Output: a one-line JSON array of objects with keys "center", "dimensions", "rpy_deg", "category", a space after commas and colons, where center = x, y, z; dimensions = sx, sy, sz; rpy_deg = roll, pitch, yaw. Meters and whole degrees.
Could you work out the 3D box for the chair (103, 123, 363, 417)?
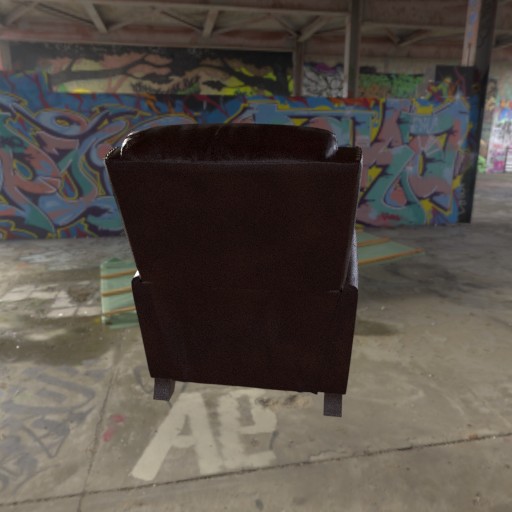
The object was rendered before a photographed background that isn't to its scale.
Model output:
[{"center": [0.000, 0.000, 1.830], "dimensions": [0.826, 1.022, 1.089], "rpy_deg": [2, 15, 9], "category": "chair"}]
